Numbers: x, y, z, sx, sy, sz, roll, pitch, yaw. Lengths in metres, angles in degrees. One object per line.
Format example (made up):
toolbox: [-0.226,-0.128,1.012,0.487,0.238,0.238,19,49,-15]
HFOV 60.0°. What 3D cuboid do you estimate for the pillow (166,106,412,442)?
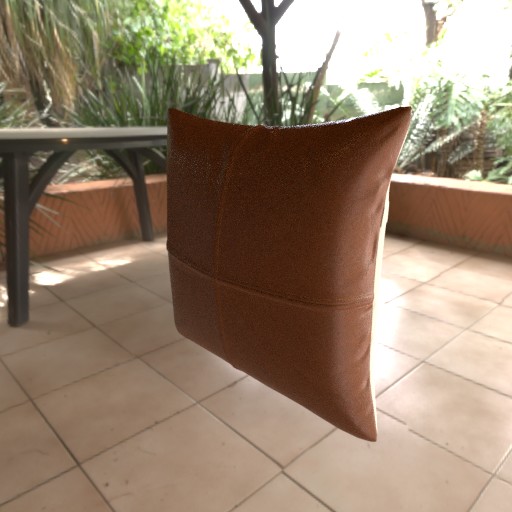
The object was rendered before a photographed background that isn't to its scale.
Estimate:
pillow: [0.000,0.000,0.748,0.192,0.477,0.501,-17,24,-42]
